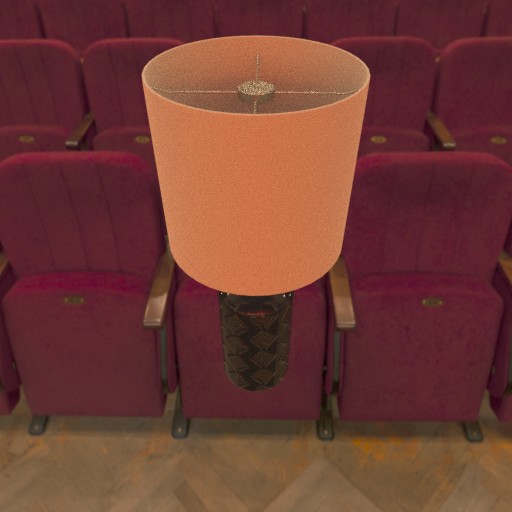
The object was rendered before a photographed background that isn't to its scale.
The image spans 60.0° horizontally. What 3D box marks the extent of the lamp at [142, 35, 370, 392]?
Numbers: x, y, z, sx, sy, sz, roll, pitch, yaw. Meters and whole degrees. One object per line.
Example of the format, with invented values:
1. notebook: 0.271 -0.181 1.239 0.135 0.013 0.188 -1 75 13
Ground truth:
1. lamp: 0.000 0.000 0.559 0.207 0.461 0.207 1 41 1
